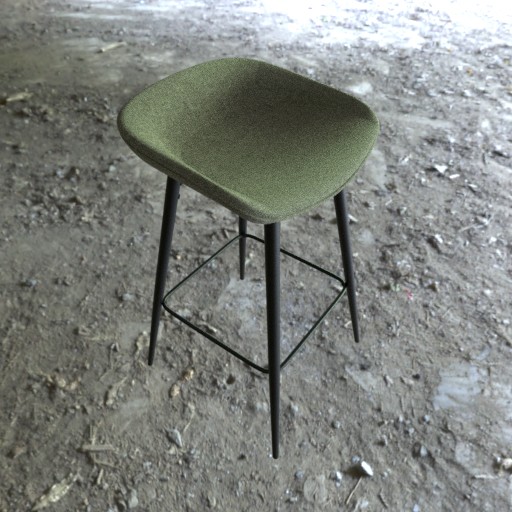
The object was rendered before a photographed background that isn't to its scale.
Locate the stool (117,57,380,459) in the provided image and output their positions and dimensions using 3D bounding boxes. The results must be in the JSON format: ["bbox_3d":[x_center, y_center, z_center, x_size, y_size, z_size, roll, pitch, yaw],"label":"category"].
[{"bbox_3d":[0.000,0.000,1.103,0.480,0.814,0.469,27,49,26],"label":"stool"}]
